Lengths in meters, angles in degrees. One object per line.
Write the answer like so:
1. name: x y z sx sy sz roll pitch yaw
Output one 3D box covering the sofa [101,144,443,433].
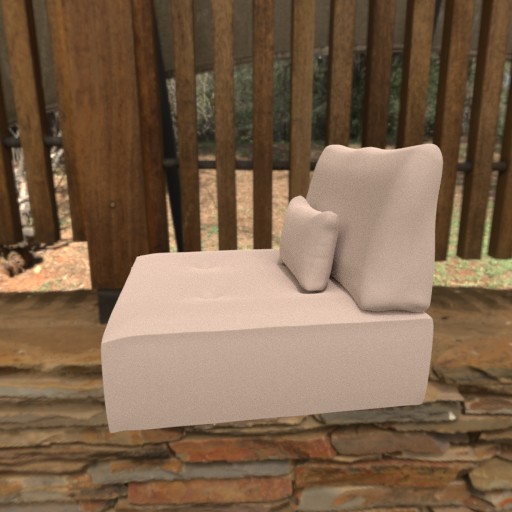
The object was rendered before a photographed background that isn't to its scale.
1. sofa: 0.000 0.000 1.692 1.000 0.828 0.935 -2 14 -8
